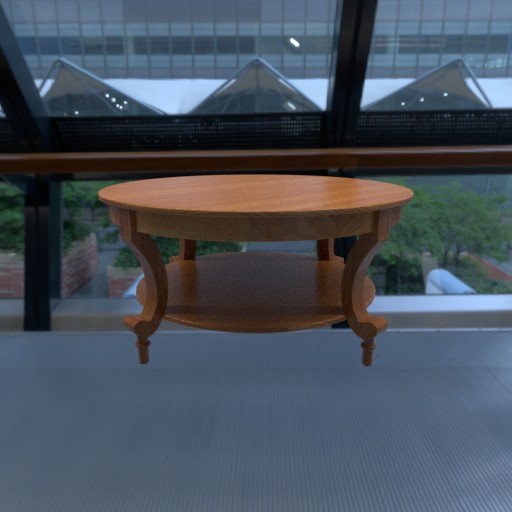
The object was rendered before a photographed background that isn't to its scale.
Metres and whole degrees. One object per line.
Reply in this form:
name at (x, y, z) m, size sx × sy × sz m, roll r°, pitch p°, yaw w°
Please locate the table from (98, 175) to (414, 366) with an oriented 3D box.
table at (0.000, 0.000, 1.580) m, size 1.029 × 0.490 × 1.029 m, roll 0°, pitch 15°, yaw 0°
